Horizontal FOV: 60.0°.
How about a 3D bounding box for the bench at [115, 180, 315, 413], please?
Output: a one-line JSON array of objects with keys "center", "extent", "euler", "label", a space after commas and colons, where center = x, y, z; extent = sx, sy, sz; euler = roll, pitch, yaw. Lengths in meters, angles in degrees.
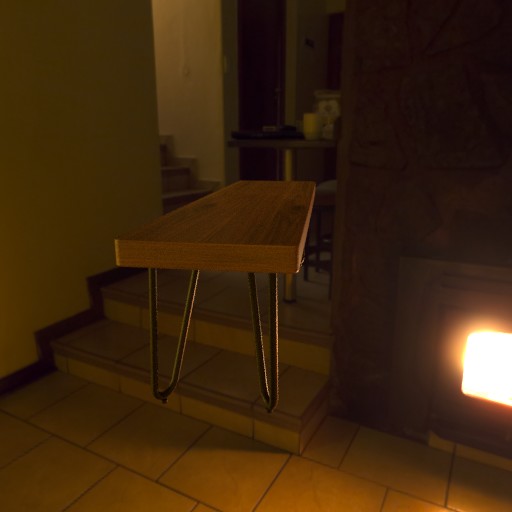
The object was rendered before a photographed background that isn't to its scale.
[{"center": [0.000, 0.000, 1.775], "extent": [0.425, 0.462, 1.570], "euler": [2, 15, 8], "label": "bench"}]
